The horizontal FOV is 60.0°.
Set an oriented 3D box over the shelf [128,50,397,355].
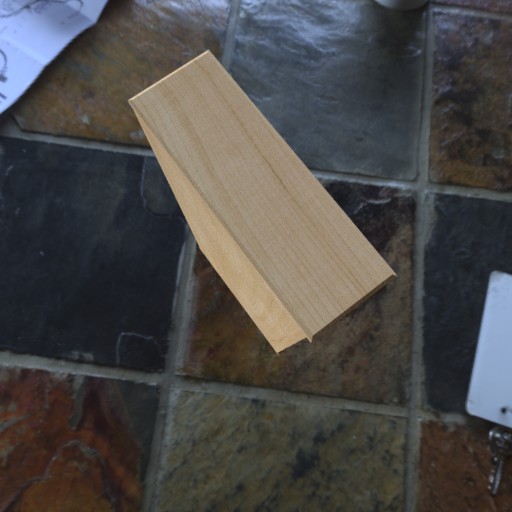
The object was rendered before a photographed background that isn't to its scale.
[{"bbox_3d":[0.000,0.000,1.238,0.175,1.030,0.520,-36,79,-8],"label":"shelf"}]
